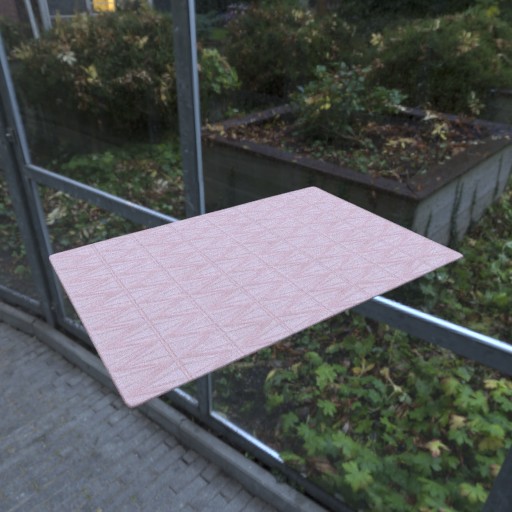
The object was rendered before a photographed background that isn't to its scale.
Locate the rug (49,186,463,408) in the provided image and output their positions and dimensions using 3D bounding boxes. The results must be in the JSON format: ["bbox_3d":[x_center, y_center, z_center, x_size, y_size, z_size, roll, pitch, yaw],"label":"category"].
[{"bbox_3d":[0.000,0.000,3.053,2.390,0.015,1.609,-18,35,-29],"label":"rug"}]
